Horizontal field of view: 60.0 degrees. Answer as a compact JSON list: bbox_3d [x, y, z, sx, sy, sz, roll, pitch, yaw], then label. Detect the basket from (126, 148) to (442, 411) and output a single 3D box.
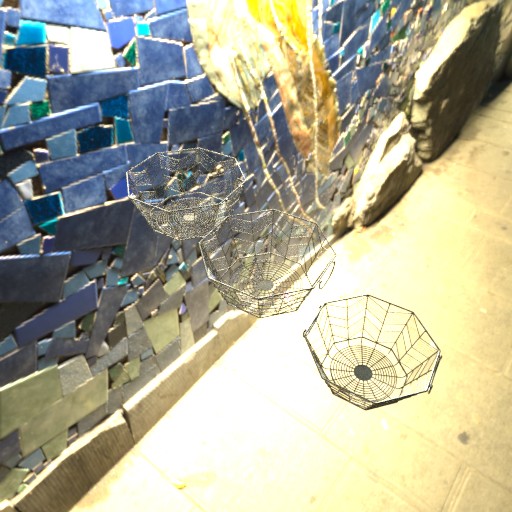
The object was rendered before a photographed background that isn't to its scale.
[{"bbox_3d":[0.000,0.000,1.367,0.432,0.178,1.246,-27,47,-27],"label":"basket"}]
